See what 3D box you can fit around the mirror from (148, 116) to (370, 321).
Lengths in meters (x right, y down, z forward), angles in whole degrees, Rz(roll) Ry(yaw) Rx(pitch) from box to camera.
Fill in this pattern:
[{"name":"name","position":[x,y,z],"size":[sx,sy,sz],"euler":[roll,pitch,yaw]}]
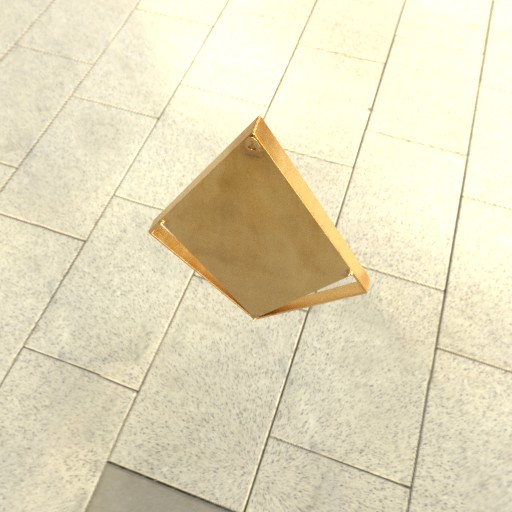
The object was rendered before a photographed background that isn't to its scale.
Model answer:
[{"name":"mirror","position":[0.000,0.000,0.815],"size":[0.419,0.679,0.032],"euler":[15,65,7]}]
